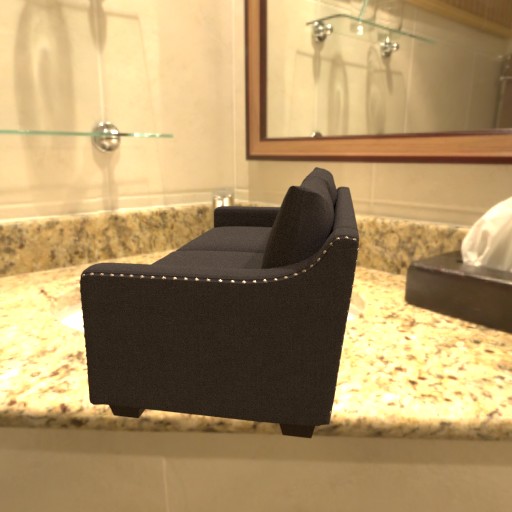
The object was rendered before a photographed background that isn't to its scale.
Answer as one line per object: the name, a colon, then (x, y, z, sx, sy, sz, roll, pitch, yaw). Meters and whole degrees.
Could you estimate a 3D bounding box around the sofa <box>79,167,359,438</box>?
sofa: (0.000, 0.000, 3.223, 1.336, 1.196, 2.550, 3, 14, 10)
